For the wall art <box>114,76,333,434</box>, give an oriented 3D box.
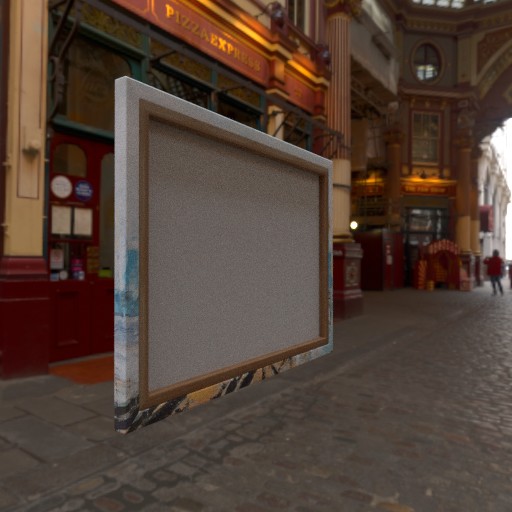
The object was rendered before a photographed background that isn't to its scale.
[{"bbox_3d":[0.000,0.000,1.364,0.038,0.762,1.016,0,0,35],"label":"wall art"}]
